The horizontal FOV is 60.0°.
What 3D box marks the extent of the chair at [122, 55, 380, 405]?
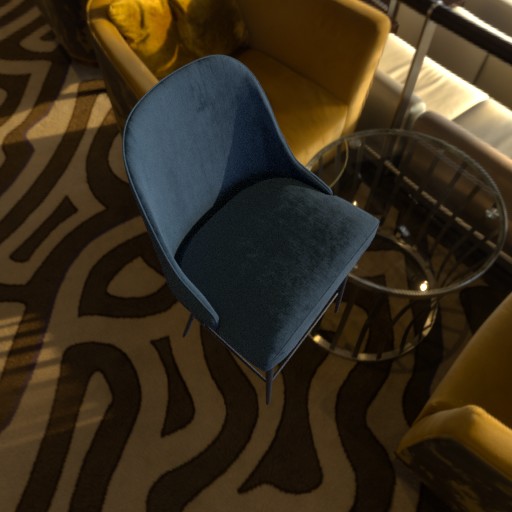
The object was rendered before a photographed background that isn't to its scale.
[{"bbox_3d":[0.000,0.000,1.240,0.489,0.927,0.526,33,64,19],"label":"chair"}]
